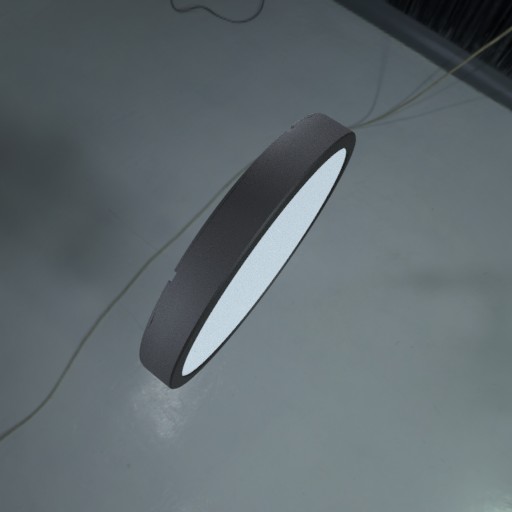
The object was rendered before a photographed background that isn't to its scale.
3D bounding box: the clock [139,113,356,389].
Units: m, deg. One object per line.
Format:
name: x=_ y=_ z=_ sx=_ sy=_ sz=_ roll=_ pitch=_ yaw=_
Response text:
clock: x=0.000 y=0.000 z=0.439 sx=0.040 sy=0.293 sz=0.293 roll=36 pitch=78 yaw=9
